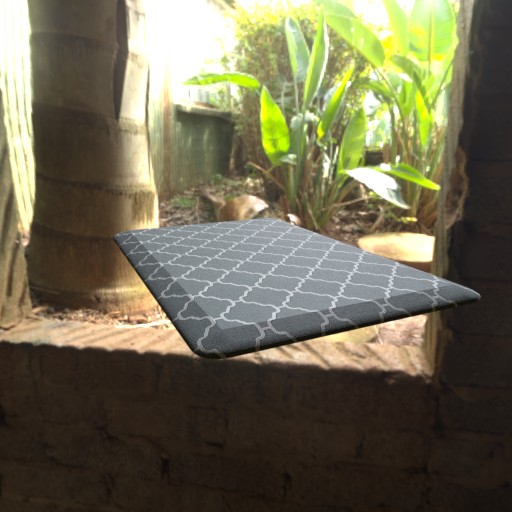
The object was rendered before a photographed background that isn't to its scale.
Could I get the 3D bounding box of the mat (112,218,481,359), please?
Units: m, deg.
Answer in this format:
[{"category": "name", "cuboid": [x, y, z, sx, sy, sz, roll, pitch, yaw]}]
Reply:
[{"category": "mat", "cuboid": [0.000, 0.000, 0.964, 0.508, 0.021, 0.762, -7, 17, -24]}]
